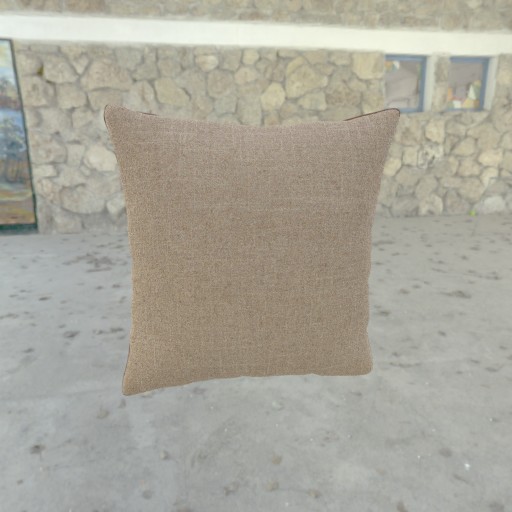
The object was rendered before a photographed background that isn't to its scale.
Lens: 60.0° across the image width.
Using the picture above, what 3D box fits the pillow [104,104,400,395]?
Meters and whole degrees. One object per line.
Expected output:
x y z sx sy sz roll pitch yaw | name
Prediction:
0.000 0.000 0.698 0.437 0.448 0.147 -2 14 -9 | pillow
